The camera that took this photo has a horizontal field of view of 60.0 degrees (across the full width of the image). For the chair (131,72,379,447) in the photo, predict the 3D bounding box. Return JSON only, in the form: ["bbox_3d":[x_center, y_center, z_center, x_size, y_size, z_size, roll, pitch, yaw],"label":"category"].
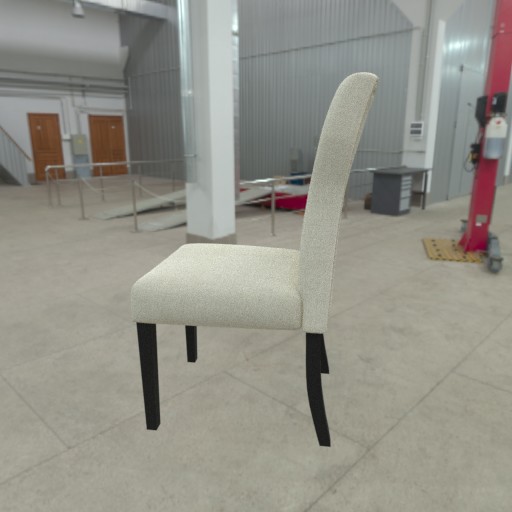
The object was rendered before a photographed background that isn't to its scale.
[{"bbox_3d":[0.000,0.000,1.270,0.597,0.921,0.509,2,16,8],"label":"chair"}]
